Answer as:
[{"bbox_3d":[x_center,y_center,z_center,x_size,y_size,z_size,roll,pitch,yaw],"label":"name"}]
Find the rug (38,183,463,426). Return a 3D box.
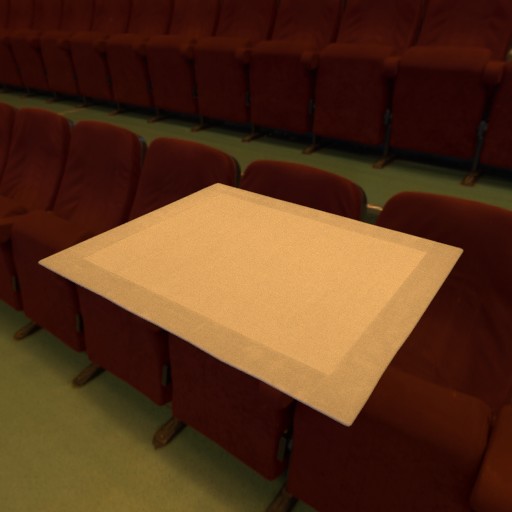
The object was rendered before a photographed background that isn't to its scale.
[{"bbox_3d":[0.000,0.000,3.981,2.976,0.018,2.430,20,35,31],"label":"rug"}]
